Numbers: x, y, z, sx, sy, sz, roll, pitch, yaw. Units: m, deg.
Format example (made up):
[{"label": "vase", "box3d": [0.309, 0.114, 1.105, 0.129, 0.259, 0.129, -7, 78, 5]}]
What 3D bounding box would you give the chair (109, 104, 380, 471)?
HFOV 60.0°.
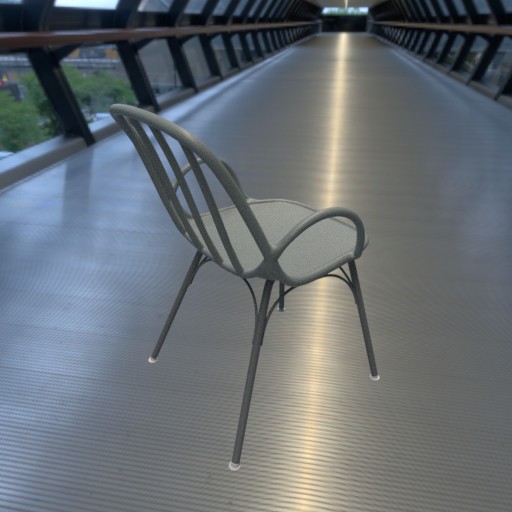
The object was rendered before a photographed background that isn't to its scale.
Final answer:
[{"label": "chair", "box3d": [0.000, 0.000, 1.198, 0.597, 0.816, 0.549, -18, 32, -31]}]
